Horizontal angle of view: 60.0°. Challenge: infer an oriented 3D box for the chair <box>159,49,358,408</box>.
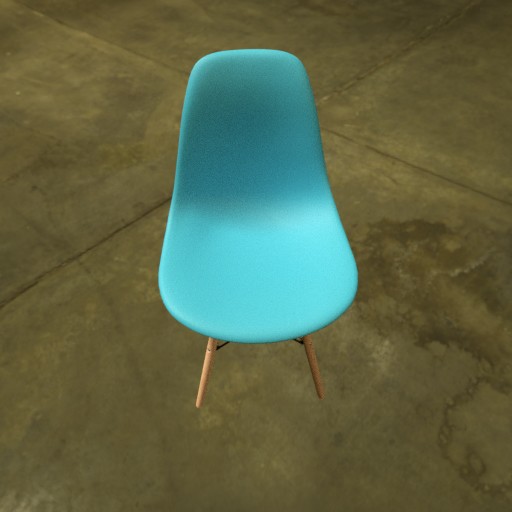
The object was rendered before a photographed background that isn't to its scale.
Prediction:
[{"bbox_3d":[0.000,0.000,1.133,0.470,0.826,0.531,-3,45,-3],"label":"chair"}]
